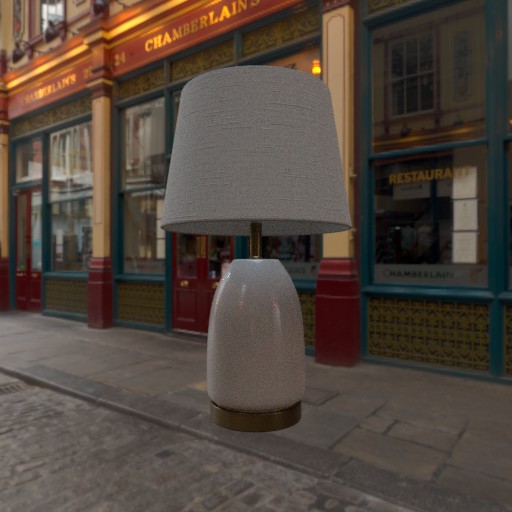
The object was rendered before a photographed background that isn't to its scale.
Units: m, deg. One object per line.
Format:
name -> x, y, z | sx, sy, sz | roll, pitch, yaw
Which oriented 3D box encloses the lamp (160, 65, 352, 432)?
lamp -> 0.000, 0.000, 0.675 | 0.285, 0.483, 0.285 | 0, -1, 0
